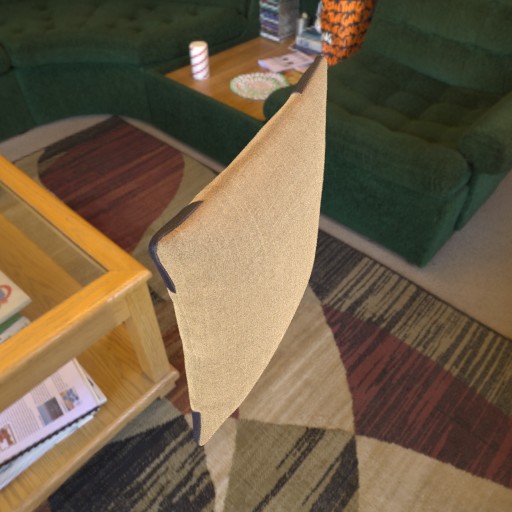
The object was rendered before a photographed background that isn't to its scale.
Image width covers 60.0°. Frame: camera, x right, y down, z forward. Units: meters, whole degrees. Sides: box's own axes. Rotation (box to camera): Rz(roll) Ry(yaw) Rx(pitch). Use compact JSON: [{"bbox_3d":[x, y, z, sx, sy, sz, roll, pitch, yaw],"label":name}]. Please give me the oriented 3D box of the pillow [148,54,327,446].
[{"bbox_3d":[0.000,0.000,0.669,0.147,0.441,0.440,18,49,16],"label":"pillow"}]
